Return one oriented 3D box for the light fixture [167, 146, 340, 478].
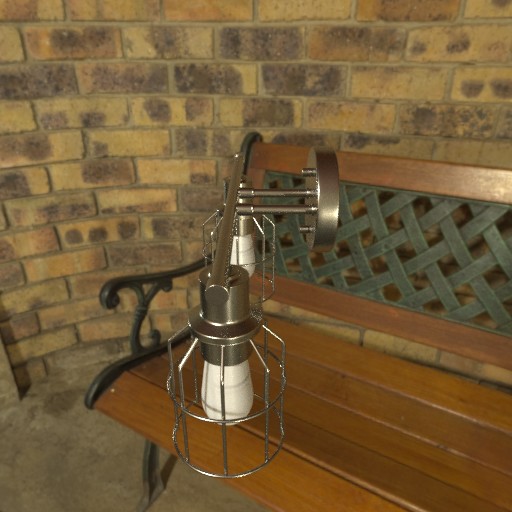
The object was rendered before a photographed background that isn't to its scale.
[{"bbox_3d":[0.000,0.000,0.522,0.165,0.254,0.406,0,26,0],"label":"light fixture"}]
